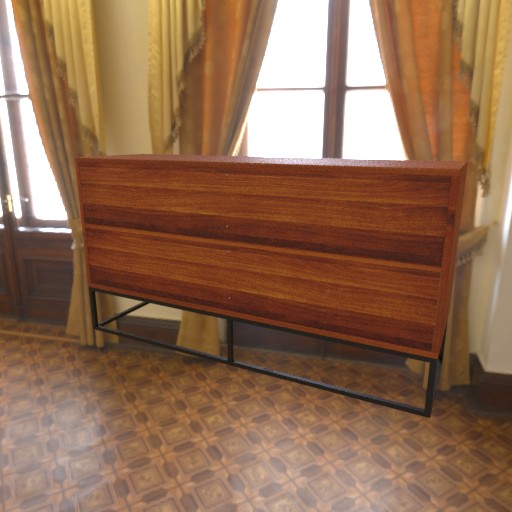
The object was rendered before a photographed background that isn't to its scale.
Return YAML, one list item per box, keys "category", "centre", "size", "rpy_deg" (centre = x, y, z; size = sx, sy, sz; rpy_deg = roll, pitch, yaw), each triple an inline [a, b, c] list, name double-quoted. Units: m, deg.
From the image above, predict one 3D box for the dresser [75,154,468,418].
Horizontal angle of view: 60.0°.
- category: "dresser"
  centre: [0.000, 0.000, 1.894]
  size: [1.536, 0.810, 0.464]
  rpy_deg: [8, 17, 26]
